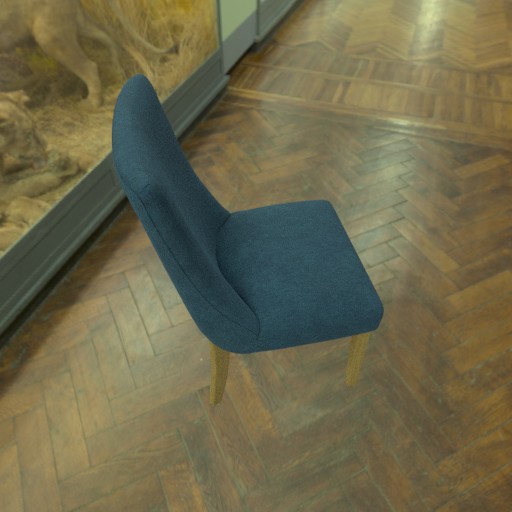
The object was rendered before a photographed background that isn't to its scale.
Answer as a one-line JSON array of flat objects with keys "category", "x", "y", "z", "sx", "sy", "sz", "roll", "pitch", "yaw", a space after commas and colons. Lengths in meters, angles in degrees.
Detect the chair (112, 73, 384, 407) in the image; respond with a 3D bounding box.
[{"category": "chair", "x": 0.000, "y": 0.000, "z": 1.258, "sx": 0.609, "sy": 0.902, "sz": 0.495, "roll": -8, "pitch": 46, "yaw": -8}]
